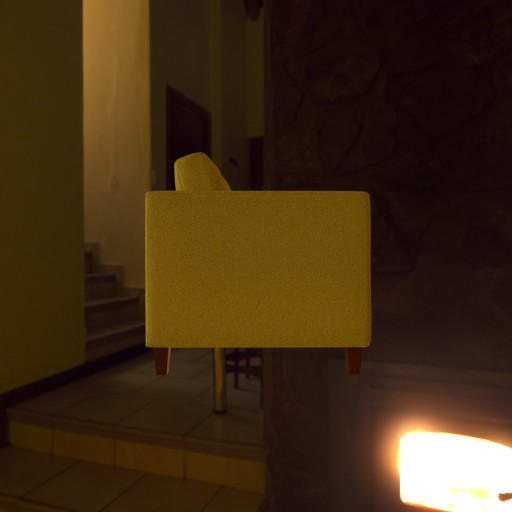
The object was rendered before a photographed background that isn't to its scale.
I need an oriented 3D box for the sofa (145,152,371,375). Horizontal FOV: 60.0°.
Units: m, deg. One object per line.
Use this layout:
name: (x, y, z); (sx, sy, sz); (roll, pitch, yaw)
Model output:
sofa: (0.000, 0.000, 2.986); (0.948, 0.965, 2.434); (0, 1, -1)
